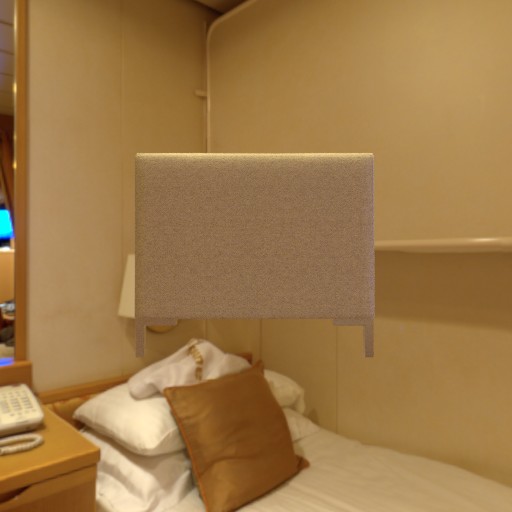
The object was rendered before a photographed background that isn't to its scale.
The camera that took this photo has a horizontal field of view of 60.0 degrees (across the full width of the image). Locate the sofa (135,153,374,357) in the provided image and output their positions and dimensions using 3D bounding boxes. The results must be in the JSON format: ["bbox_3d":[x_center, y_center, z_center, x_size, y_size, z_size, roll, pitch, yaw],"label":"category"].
[{"bbox_3d":[0.000,0.000,2.445,0.797,0.655,2.102,0,0,0],"label":"sofa"}]
